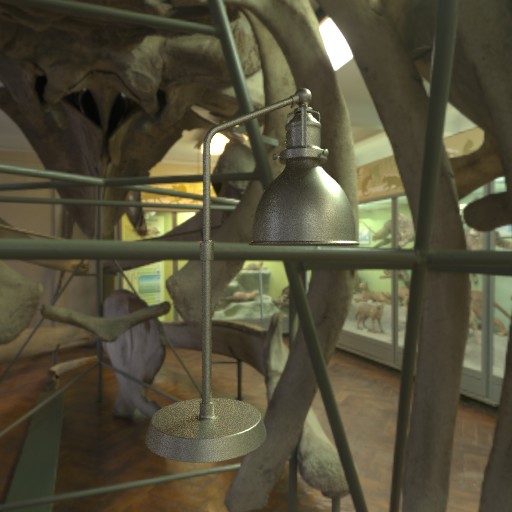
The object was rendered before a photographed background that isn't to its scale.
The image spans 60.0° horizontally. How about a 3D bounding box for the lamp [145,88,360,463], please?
[{"bbox_3d":[0.000,0.000,0.586,0.286,0.456,0.153,0,1,-19],"label":"lamp"}]
